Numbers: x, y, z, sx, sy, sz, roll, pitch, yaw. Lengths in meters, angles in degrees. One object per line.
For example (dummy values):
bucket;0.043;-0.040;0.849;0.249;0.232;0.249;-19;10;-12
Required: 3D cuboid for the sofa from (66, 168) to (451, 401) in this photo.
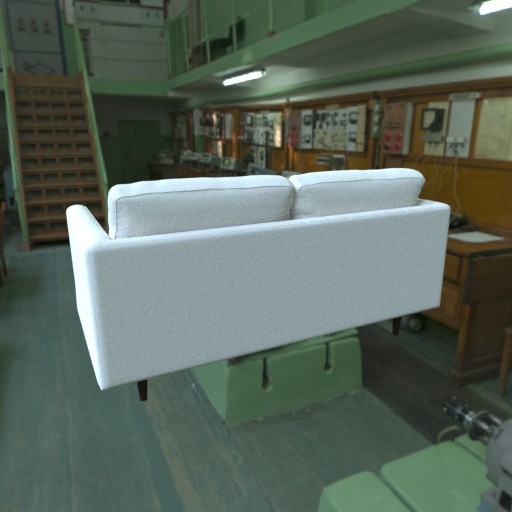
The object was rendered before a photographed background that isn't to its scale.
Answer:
sofa;0.000;0.000;2.282;1.713;0.893;0.940;-8;18;-25
